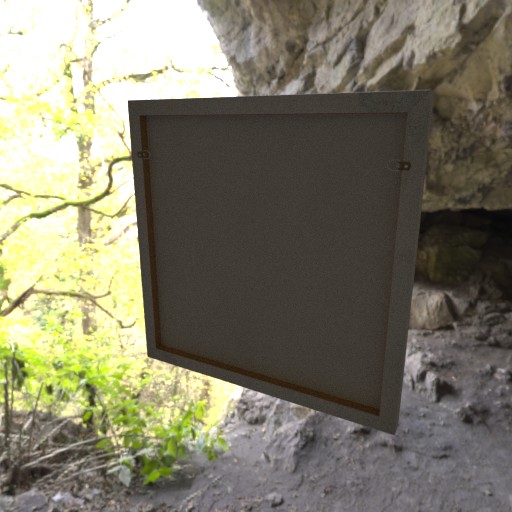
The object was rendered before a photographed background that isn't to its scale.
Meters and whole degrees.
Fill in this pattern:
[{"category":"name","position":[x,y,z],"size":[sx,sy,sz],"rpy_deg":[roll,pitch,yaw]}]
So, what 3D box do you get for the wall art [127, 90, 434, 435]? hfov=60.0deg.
[{"category":"wall art","position":[0.000,0.000,1.121],"size":[0.762,0.762,0.041],"rpy_deg":[9,19,28]}]
